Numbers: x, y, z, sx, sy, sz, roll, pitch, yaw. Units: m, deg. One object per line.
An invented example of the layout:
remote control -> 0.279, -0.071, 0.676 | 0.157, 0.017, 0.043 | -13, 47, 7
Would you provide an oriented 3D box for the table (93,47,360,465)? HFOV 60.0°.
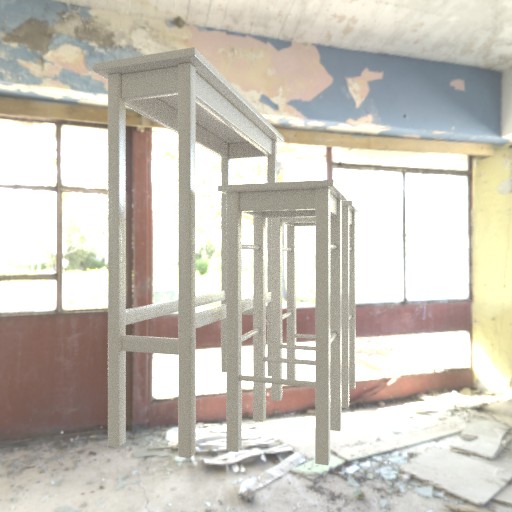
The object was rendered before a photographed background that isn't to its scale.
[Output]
table -> 0.000, 0.000, 1.558 | 0.650, 1.065, 0.915 | 0, 0, 18
